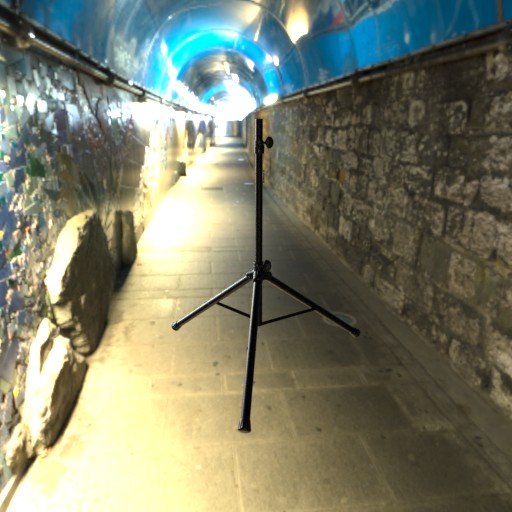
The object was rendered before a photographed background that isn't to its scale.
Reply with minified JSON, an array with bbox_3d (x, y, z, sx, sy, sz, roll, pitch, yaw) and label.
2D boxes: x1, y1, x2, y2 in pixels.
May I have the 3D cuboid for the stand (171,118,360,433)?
[{"bbox_3d":[0.000,0.000,1.910,1.045,1.136,0.907,2,16,6],"label":"stand"}]
